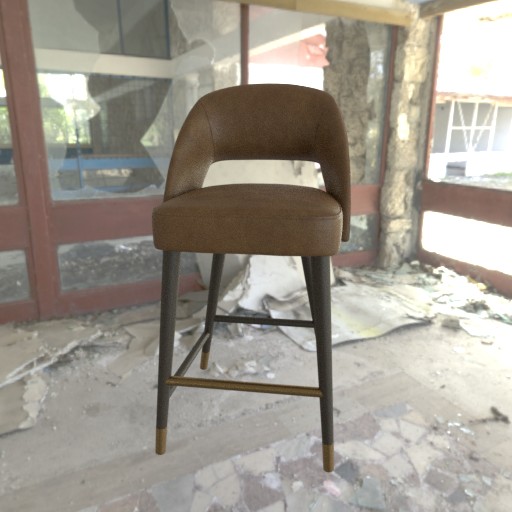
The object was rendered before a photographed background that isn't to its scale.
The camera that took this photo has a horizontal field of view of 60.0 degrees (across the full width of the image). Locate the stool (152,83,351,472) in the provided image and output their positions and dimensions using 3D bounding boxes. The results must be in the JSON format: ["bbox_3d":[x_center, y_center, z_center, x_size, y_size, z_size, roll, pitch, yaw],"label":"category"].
[{"bbox_3d":[0.000,0.000,1.221,0.494,0.940,0.509,2,16,8],"label":"stool"}]
